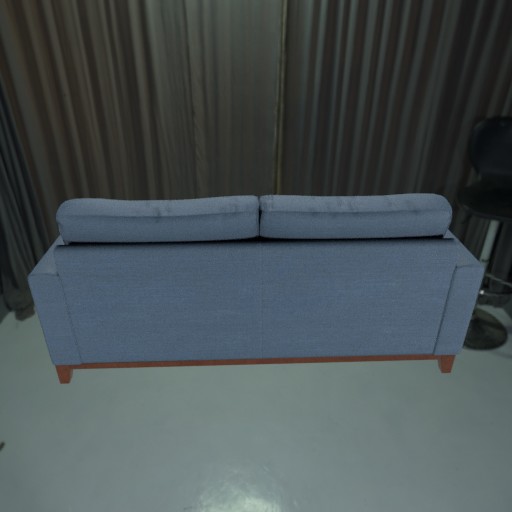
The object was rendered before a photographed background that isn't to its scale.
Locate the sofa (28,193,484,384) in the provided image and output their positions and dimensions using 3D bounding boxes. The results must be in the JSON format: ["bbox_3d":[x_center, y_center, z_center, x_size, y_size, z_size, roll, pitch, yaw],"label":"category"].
[{"bbox_3d":[0.000,0.000,2.284,1.900,0.865,0.877,-1,29,-2],"label":"sofa"}]
